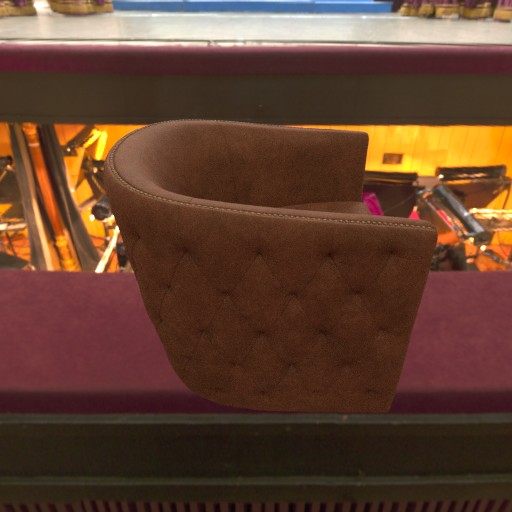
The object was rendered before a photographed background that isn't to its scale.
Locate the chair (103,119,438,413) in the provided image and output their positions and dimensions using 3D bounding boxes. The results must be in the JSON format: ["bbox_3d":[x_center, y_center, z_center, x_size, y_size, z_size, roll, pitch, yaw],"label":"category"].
[{"bbox_3d":[0.000,0.000,1.529,0.870,0.790,0.850,0,31,0],"label":"chair"}]
